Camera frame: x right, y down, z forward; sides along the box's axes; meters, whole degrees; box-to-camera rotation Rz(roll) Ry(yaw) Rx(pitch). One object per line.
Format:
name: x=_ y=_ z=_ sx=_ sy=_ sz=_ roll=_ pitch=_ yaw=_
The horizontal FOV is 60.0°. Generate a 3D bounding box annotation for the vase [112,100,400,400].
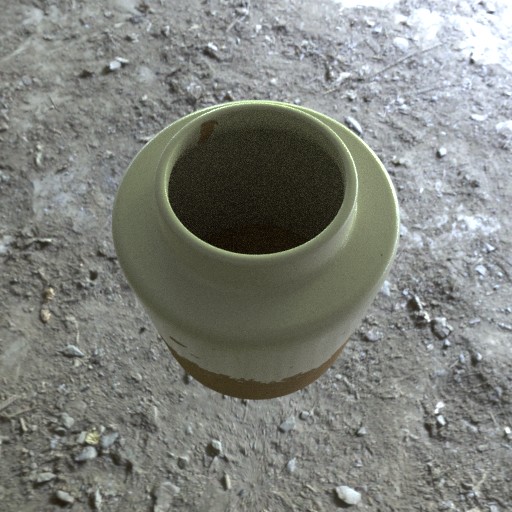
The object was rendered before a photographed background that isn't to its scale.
vase: x=0.000 y=0.000 z=0.285 sx=0.153 sy=0.167 sz=0.153 roll=0 pitch=62 yaw=0
